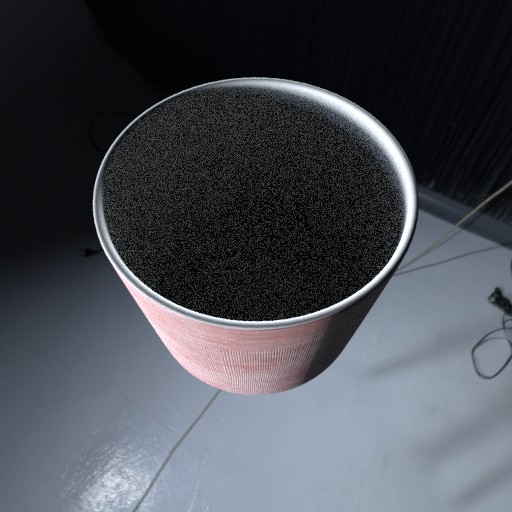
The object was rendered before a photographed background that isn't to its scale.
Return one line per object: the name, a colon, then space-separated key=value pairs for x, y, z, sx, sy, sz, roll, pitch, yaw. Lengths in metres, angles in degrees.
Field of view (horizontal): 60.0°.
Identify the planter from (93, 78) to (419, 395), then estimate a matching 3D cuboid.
planter: x=0.000 y=0.000 z=0.776 sx=0.440 sy=0.398 sz=0.440 roll=0 pitch=58 yaw=0
